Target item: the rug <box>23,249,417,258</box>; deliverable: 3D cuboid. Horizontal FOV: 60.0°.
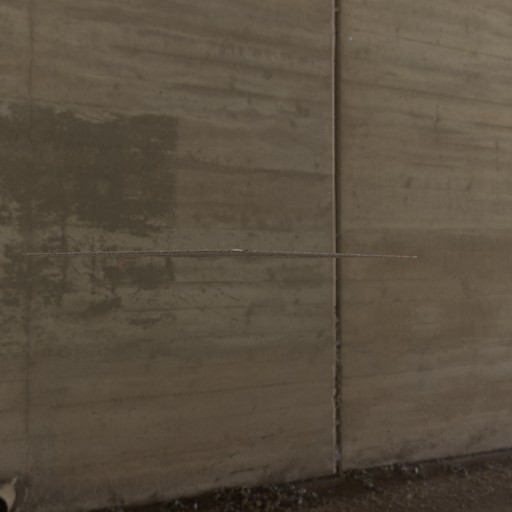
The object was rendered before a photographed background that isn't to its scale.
[{"bbox_3d":[0.000,0.000,3.060,1.528,0.010,2.440,-1,-1,35],"label":"rug"}]
